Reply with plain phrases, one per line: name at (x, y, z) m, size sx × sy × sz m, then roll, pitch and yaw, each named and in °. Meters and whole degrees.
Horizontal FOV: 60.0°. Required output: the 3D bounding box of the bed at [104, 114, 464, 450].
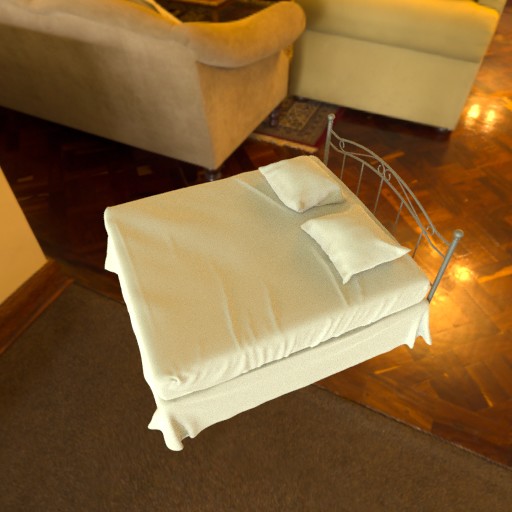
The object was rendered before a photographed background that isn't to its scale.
bed at (0.000, 0.000, 3.371) m, size 2.215 × 1.080 × 1.936 m, roll -18°, pitch 49°, yaw -16°
